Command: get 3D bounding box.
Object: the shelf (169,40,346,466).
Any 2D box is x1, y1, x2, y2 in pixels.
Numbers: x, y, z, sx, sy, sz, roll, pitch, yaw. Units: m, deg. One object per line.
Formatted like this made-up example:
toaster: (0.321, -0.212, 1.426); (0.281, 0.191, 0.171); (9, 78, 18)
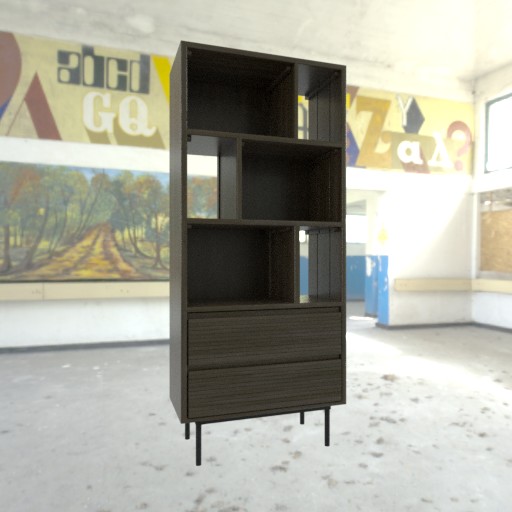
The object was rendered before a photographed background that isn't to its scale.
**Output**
shelf: (0.000, 0.000, 1.840); (0.670, 1.545, 0.323); (0, 0, -18)
